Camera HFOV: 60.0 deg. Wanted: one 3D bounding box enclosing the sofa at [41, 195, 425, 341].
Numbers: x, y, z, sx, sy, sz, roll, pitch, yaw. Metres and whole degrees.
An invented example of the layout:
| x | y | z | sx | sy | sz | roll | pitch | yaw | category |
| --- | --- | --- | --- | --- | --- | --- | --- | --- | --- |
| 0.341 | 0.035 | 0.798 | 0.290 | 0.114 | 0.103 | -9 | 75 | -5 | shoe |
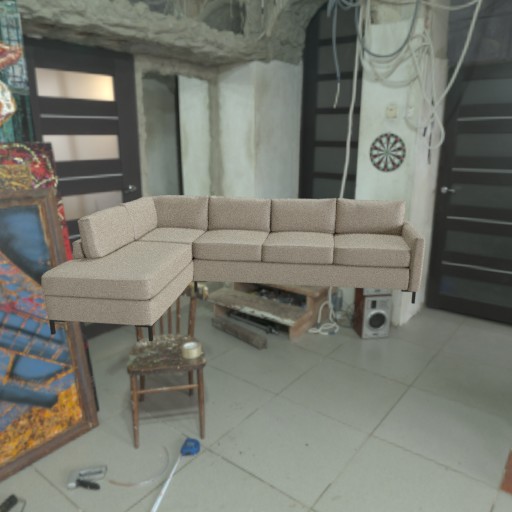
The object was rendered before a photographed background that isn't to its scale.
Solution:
| x | y | z | sx | sy | sz | roll | pitch | yaw | category |
| --- | --- | --- | --- | --- | --- | --- | --- | --- | --- |
| 0.000 | 0.000 | 3.258 | 2.423 | 0.703 | 1.617 | 2 | 15 | 8 | sofa |
